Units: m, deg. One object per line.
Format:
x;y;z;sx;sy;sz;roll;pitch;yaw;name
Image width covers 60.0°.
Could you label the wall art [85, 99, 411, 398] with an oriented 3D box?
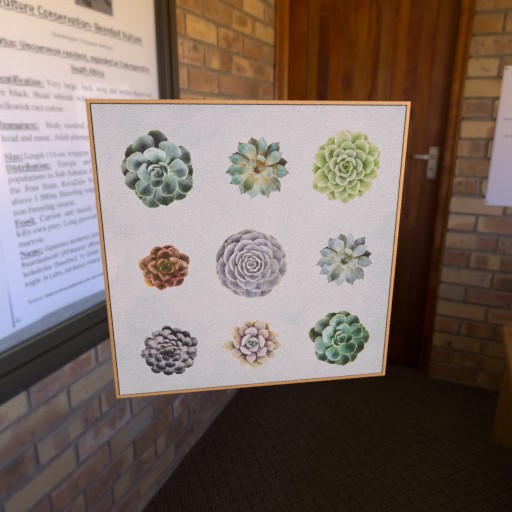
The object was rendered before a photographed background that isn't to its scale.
0.000;0.000;0.687;0.457;0.455;0.013;-2;17;-8;wall art
